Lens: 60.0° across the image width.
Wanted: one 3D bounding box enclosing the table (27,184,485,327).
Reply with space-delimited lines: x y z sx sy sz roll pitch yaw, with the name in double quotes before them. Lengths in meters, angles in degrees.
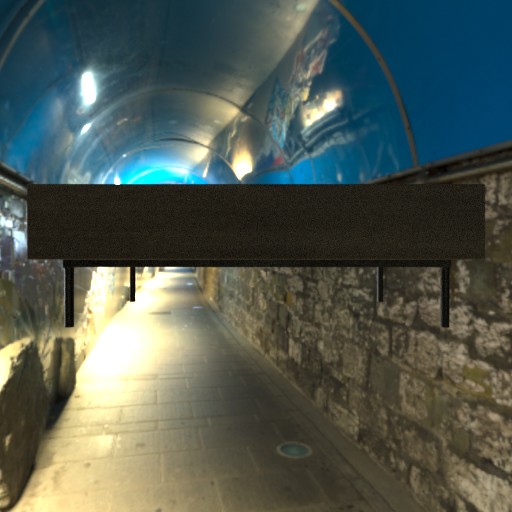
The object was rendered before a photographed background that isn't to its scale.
"table" 0.000 0.000 1.373 1.088 0.347 0.643 0 0 0
